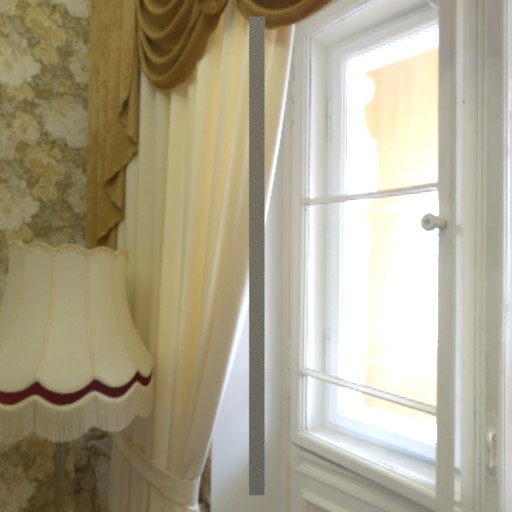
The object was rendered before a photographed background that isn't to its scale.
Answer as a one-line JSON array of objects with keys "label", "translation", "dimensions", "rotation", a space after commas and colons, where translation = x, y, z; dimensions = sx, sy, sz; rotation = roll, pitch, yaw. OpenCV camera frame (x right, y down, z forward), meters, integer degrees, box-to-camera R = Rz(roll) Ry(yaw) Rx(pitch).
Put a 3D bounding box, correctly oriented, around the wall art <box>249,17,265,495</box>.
[{"label": "wall art", "translation": [0.000, 0.000, 1.440], "dimensions": [0.038, 1.143, 0.764], "rotation": [0, 0, 0]}]
